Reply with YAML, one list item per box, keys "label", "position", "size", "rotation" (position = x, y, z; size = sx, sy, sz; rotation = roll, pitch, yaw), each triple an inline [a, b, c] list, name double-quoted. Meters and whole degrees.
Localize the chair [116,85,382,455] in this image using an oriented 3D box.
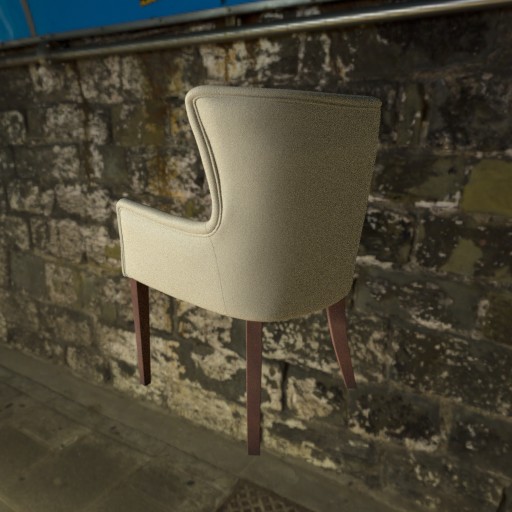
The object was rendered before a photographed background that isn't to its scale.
- label: "chair"
  position: [0.000, 0.000, 1.411]
  size: [0.660, 0.952, 0.686]
  rotation: [-14, 21, -43]
